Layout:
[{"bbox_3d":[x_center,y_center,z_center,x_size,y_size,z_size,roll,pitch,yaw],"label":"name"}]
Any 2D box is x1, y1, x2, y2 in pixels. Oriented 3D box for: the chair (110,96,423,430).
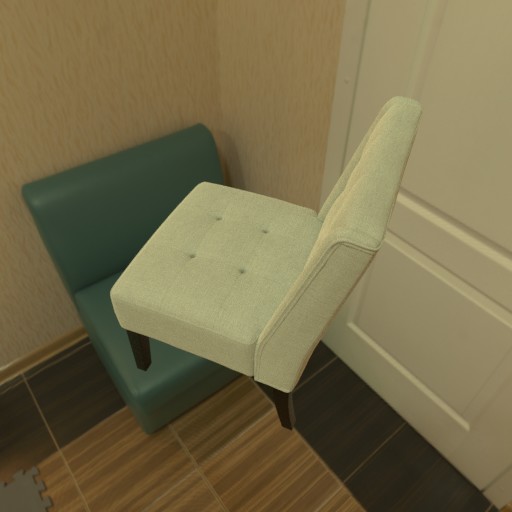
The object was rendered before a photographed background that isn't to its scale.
[{"bbox_3d":[0.000,0.000,1.298,0.676,0.853,0.569,16,48,15],"label":"chair"}]
